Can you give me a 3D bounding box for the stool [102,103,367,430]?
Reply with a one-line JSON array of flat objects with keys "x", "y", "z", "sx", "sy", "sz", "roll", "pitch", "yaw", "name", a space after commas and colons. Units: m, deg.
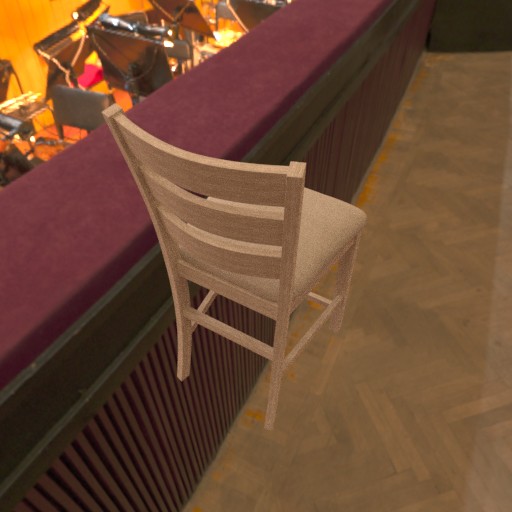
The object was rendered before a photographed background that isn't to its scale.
[{"x": 0.000, "y": 0.000, "z": 1.317, "sx": 0.484, "sy": 1.032, "sz": 0.569, "roll": 22, "pitch": 49, "yaw": 21, "name": "stool"}]
